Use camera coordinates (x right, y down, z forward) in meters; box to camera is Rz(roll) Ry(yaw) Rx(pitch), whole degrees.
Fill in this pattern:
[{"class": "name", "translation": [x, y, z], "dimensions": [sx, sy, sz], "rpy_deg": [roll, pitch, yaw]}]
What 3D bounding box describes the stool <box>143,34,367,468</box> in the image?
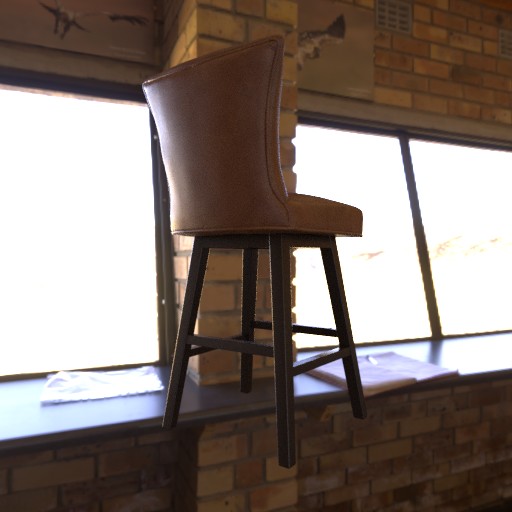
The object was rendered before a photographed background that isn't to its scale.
[{"class": "stool", "translation": [0.000, 0.000, 1.419], "dimensions": [0.522, 1.094, 0.585], "rpy_deg": [0, 0, 35]}]
